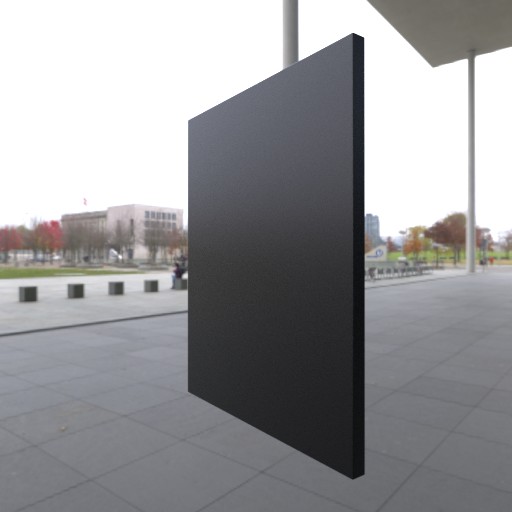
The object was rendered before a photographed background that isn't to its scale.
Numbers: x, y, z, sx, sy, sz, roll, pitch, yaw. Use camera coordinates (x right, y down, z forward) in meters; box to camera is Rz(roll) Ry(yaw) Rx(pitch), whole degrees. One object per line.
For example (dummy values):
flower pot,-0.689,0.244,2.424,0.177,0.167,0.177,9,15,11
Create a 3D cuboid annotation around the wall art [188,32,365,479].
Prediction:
wall art,0.000,0.000,1.578,0.053,1.194,0.950,0,0,-36
